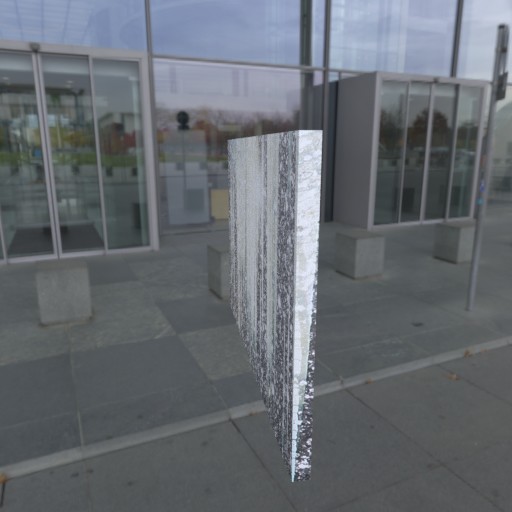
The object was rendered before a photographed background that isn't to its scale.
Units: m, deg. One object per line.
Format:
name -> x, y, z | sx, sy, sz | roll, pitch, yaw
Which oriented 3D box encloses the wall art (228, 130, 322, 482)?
wall art -> 0.000, 0.000, 1.154 | 0.038, 0.598, 0.919 | -2, 14, -9
